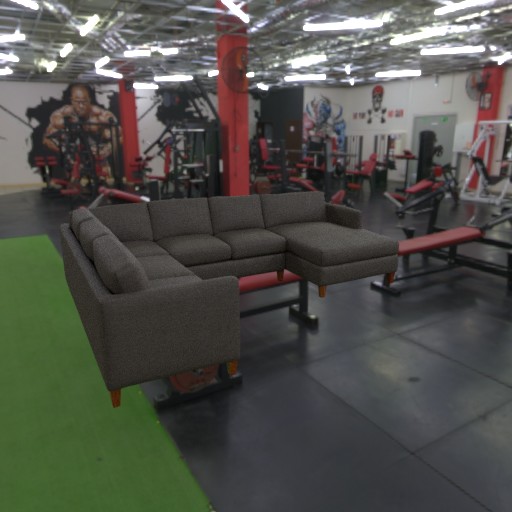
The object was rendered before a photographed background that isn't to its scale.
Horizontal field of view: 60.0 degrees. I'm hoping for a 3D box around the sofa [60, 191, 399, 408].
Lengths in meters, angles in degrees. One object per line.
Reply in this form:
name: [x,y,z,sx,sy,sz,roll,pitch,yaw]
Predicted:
sofa: [0.000,0.000,4.522,3.460,0.961,2.594,-8,18,-27]
